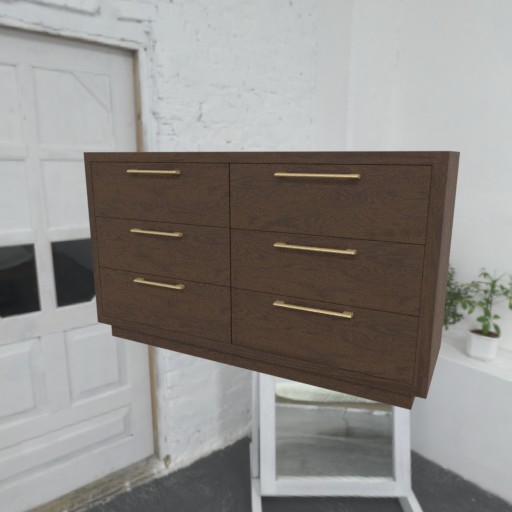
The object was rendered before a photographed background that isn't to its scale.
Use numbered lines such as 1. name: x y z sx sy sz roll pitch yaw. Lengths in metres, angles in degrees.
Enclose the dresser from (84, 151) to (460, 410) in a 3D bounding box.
1. dresser: 0.000 0.000 1.944 1.523 0.889 0.512 7 14 27
